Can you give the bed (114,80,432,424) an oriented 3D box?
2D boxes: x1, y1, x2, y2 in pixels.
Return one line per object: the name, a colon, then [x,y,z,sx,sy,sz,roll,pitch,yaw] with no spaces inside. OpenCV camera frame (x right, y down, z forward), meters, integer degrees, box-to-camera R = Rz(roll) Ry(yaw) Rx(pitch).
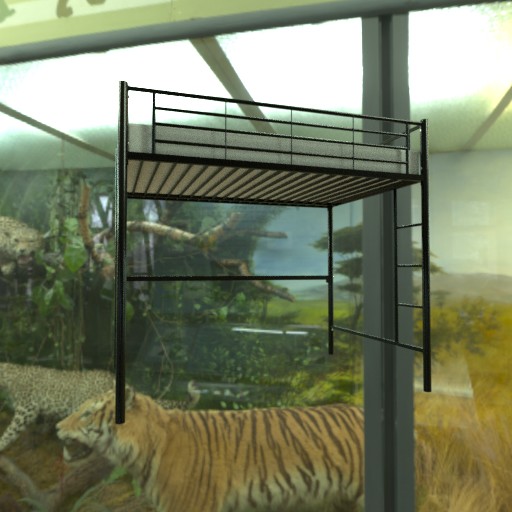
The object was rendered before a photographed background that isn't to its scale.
bed: [0.000,0.000,3.284,1.994,1.803,1.397,1,-2,-18]
